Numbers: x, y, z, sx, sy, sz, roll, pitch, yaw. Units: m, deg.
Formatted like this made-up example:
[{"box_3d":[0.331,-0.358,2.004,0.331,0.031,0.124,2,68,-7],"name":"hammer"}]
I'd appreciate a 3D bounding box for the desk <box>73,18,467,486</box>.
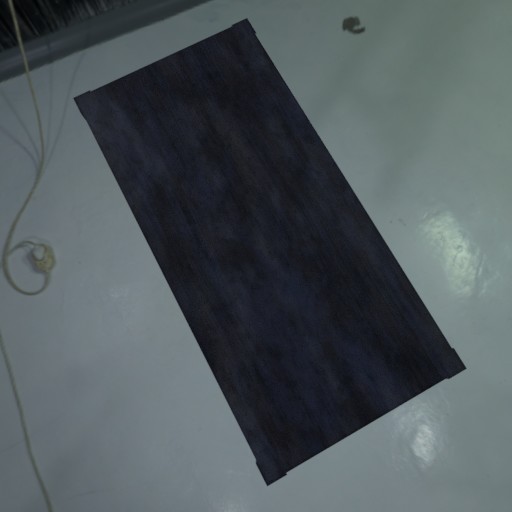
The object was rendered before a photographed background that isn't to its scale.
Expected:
[{"box_3d":[0.000,0.000,1.737,0.630,0.861,1.289,-28,79,-6],"name":"desk"}]
